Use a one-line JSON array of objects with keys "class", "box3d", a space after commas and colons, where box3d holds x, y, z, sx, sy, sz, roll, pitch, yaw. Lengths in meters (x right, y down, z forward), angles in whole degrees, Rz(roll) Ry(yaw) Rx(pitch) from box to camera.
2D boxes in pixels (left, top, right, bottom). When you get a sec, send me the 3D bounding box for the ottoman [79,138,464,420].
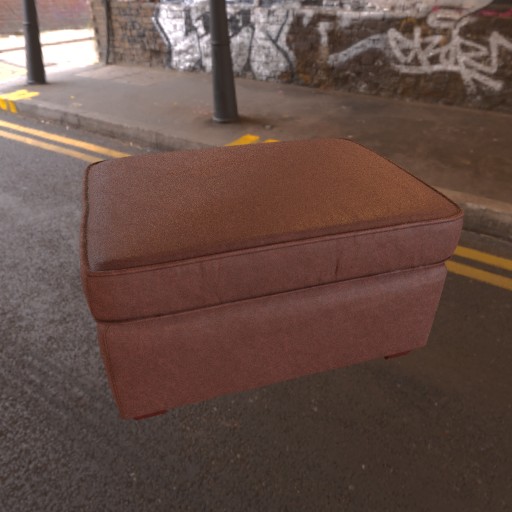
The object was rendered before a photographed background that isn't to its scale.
[{"class": "ottoman", "box3d": [0.000, 0.000, 1.081, 0.749, 0.449, 0.548, -9, 33, -15]}]
